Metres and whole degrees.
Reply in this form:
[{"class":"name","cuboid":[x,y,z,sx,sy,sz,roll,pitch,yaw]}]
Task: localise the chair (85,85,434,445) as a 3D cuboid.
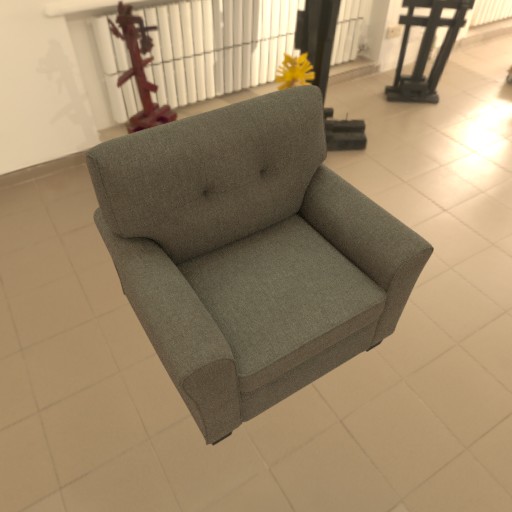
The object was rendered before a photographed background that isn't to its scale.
[{"class":"chair","cuboid":[0.000,0.000,1.621,0.941,0.890,0.816,-24,50,-22]}]
